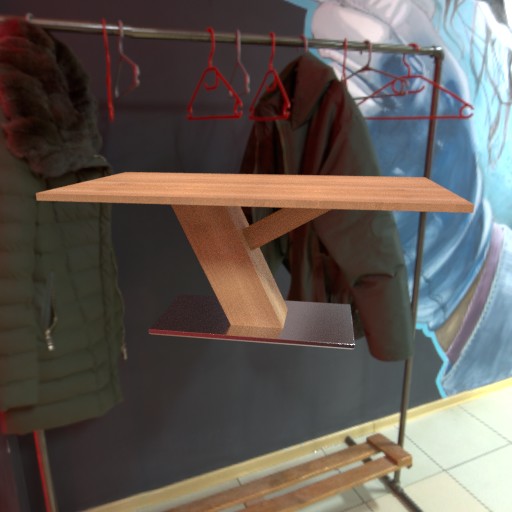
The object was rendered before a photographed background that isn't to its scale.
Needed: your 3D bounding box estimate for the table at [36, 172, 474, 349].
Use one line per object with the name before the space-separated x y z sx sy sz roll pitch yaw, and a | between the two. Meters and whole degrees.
table | 0.000 0.000 2.327 1.800 0.750 0.900 3 17 9
